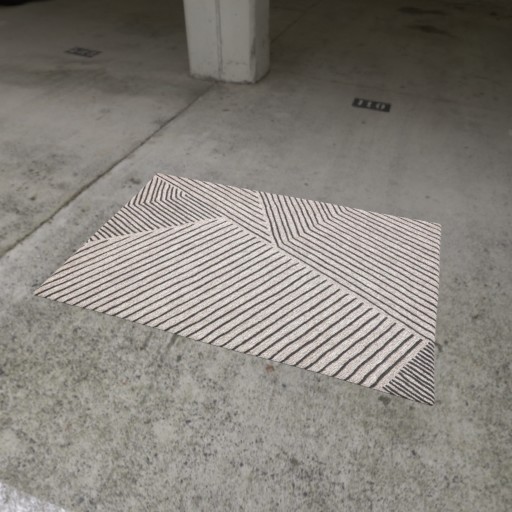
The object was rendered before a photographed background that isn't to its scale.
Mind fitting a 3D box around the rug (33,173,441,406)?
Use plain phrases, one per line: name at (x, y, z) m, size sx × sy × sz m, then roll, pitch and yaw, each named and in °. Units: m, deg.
rug at (0.000, 0.000, 2.340) m, size 1.842 × 0.019 × 1.237 m, roll 12°, pitch 41°, yaw 14°
